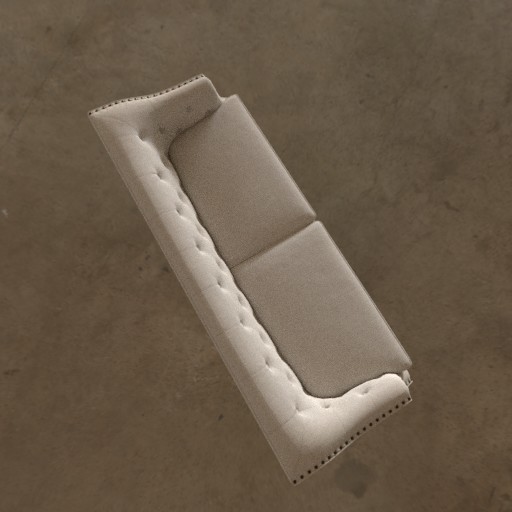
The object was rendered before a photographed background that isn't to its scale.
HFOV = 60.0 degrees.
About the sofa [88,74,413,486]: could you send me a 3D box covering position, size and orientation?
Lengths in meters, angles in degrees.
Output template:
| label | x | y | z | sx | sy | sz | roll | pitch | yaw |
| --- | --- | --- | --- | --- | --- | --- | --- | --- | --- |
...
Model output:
| label | x | y | z | sx | sy | sz | roll | pitch | yaw |
| --- | --- | --- | --- | --- | --- | --- | --- | --- | --- |
| sofa | 0.000 | 0.000 | 2.701 | 0.914 | 0.901 | 2.235 | -30 | 78 | -7 |
